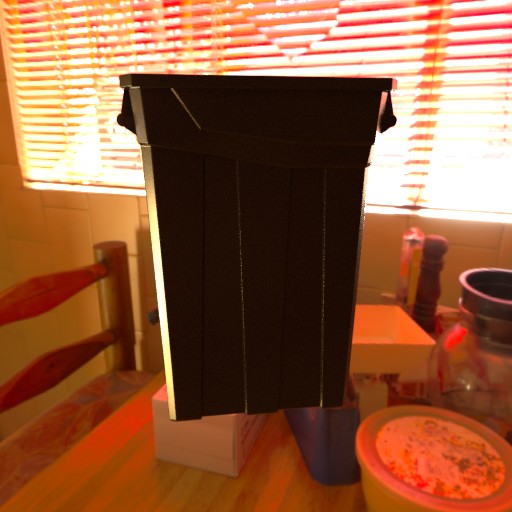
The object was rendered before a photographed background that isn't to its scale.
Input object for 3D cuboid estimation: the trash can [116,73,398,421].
[{"bbox_3d":[0.000,0.000,1.045,0.559,0.762,0.281,-2,16,-8],"label":"trash can"}]
